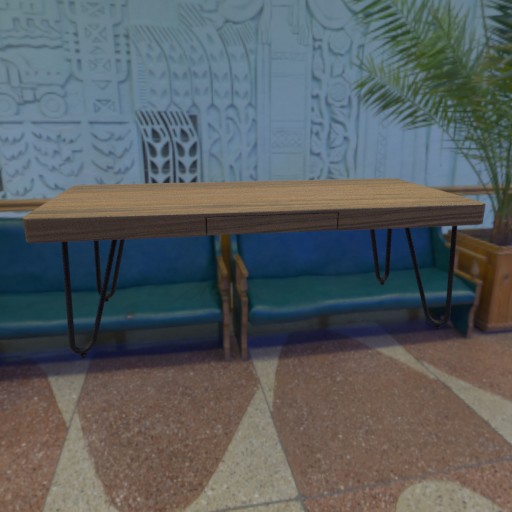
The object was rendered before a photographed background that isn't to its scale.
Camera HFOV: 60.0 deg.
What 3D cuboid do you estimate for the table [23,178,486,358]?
[{"bbox_3d":[0.000,0.000,1.649,1.375,0.468,0.637,-3,17,-9],"label":"table"}]
